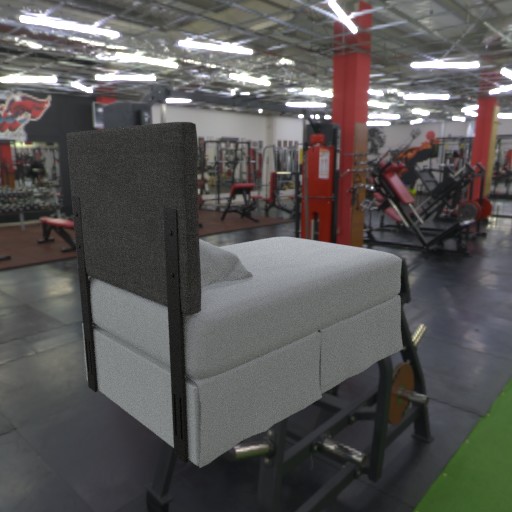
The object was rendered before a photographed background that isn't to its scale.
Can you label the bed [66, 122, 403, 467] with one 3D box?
[{"bbox_3d":[0.000,0.000,2.988,1.261,1.571,1.997,12,17,44],"label":"bed"}]
